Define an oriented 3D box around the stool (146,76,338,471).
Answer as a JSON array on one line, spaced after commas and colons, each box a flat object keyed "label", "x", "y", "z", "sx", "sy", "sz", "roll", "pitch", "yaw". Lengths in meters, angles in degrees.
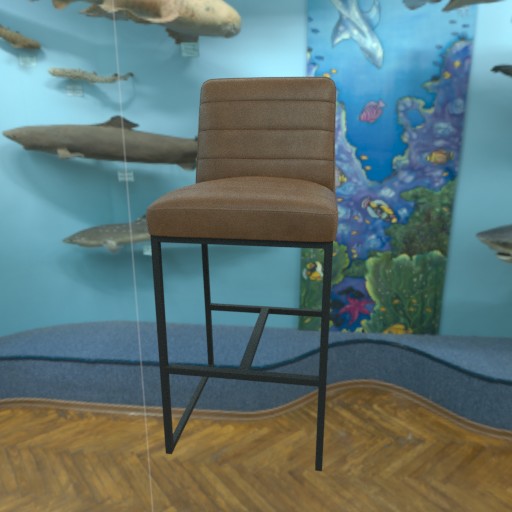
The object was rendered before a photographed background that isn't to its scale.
[{"label": "stool", "x": 0.000, "y": 0.000, "z": 1.319, "sx": 0.458, "sy": 1.040, "sz": 0.556, "roll": 2, "pitch": 16, "yaw": 9}]
